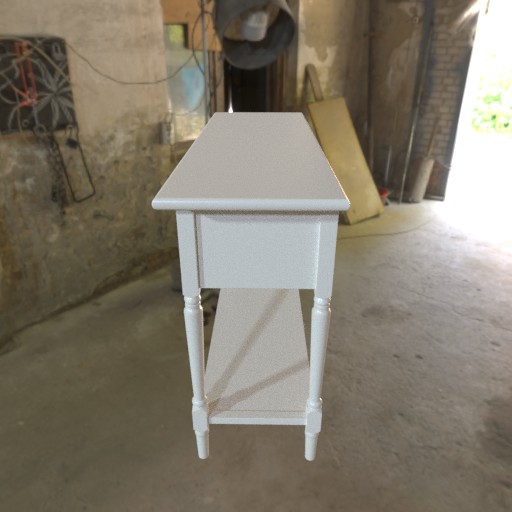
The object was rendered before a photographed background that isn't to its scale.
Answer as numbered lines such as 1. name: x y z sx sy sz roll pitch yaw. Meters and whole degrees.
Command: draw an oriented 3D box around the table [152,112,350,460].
1. table: 0.000 0.000 1.567 0.386 0.814 1.191 0 26 1
